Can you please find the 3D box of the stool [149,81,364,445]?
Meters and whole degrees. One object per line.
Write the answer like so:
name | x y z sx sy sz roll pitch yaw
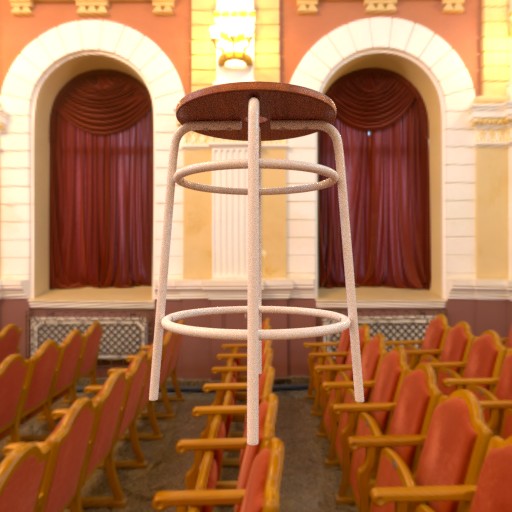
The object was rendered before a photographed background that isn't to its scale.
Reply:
stool | 0.000 0.000 0.939 0.455 0.610 0.455 0 0 1
